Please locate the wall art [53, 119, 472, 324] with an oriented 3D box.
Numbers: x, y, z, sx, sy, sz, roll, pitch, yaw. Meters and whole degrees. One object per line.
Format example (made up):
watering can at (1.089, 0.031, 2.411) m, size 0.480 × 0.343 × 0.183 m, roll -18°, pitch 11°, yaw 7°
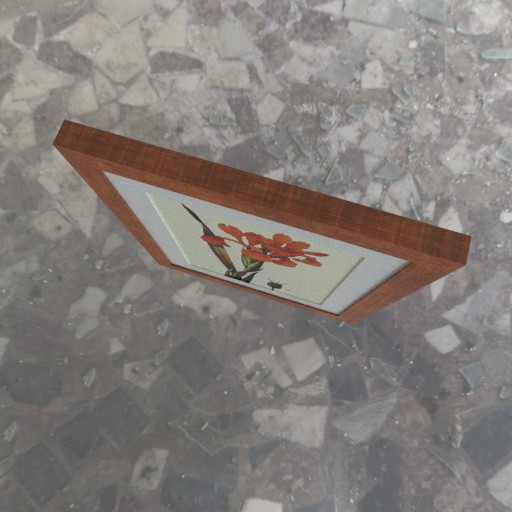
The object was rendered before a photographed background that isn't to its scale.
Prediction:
wall art at (0.000, 0.000, 0.756) m, size 0.467 × 0.567 × 0.033 m, roll 17°, pitch 76°, yaw 4°
